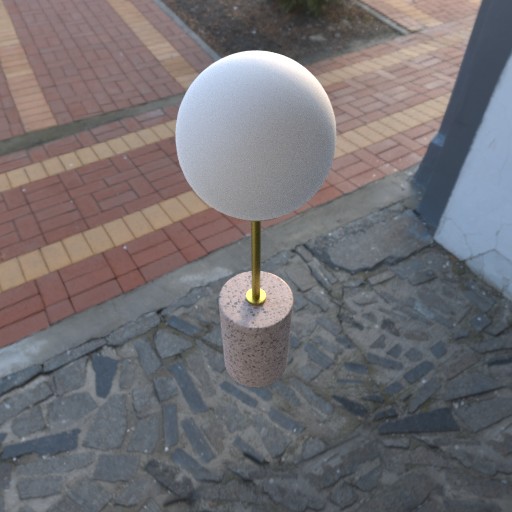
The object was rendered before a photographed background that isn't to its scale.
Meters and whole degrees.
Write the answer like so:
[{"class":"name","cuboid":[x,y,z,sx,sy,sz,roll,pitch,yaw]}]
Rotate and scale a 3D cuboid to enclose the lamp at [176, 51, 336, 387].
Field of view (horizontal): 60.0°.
[{"class":"lamp","cuboid":[0.000,0.000,0.545,0.153,0.480,0.153,0,46,0]}]
